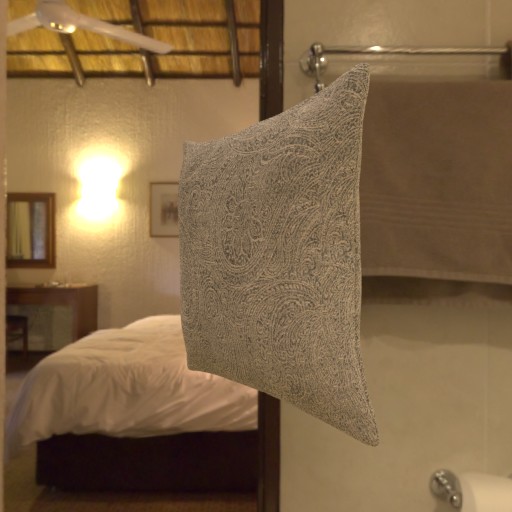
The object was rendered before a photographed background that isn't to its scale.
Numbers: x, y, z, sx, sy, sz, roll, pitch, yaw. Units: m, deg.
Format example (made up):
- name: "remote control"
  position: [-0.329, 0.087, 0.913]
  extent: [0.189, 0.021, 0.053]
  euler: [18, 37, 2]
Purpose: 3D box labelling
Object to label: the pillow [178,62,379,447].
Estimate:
- name: "pillow"
  position: [0.000, 0.000, 0.785]
  extent: [0.166, 0.510, 0.523]
  euler: [0, 0, -36]
